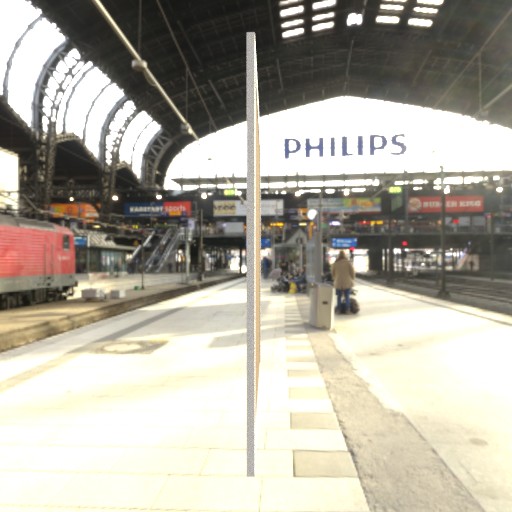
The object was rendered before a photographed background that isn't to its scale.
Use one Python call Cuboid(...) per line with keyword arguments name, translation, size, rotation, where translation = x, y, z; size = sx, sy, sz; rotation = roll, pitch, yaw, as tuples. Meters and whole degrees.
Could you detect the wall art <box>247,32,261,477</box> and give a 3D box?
Cuboid(name="wall art", translation=(0.000, 0.000, 1.216), size=(0.015, 0.812, 0.812), rotation=(0, -1, 1))
